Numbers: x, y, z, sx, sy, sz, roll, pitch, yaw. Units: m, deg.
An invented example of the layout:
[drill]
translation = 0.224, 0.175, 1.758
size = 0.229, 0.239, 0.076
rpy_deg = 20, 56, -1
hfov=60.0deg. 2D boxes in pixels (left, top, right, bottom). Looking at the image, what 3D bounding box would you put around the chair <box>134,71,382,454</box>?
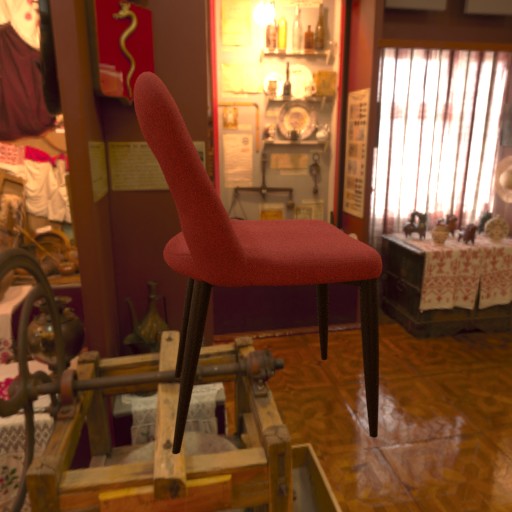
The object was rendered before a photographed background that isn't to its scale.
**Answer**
[chair]
translation = 0.000, 0.000, 1.187
size = 0.569, 0.892, 0.483
rpy_deg = -2, 15, -9
